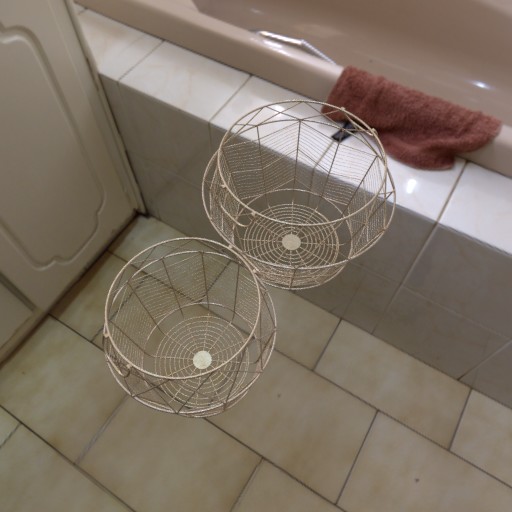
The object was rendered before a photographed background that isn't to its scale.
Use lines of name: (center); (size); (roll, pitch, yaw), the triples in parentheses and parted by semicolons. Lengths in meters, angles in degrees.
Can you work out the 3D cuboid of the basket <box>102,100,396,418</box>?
basket: (0.000, 0.000, 1.026); (0.451, 0.343, 0.805); (30, 63, 17)
